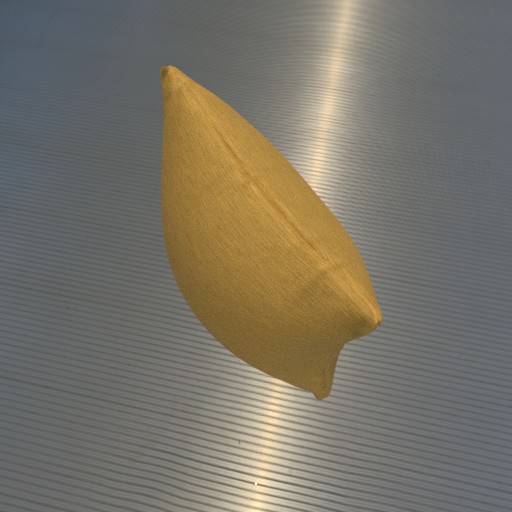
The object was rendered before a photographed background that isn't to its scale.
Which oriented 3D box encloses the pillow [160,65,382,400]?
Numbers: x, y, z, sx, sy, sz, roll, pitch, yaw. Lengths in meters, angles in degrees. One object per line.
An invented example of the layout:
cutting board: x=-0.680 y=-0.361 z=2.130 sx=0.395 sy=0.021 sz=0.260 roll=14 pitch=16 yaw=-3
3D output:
pillow: x=0.000 y=0.000 z=0.685 sx=0.247 sy=0.417 sz=0.435 roll=-31 pitch=67 yaw=-15
